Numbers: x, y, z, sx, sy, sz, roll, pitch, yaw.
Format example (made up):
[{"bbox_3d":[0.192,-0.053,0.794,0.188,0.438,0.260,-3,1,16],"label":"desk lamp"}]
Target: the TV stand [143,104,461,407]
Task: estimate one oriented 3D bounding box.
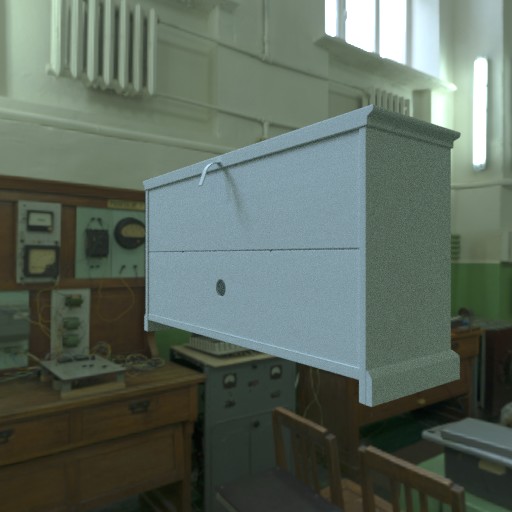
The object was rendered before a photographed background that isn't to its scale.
[{"bbox_3d":[0.000,0.000,1.470,0.424,0.624,1.187,0,0,-37],"label":"TV stand"}]
